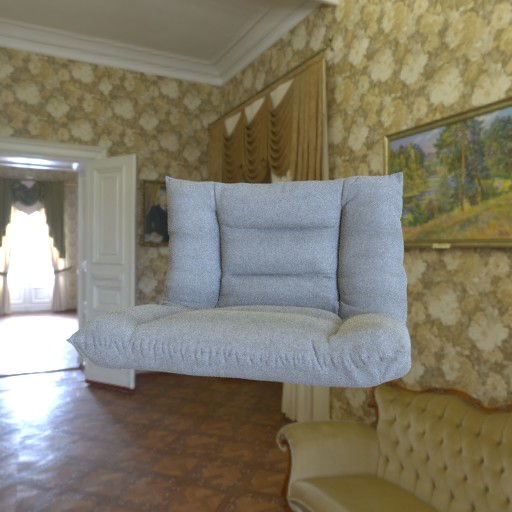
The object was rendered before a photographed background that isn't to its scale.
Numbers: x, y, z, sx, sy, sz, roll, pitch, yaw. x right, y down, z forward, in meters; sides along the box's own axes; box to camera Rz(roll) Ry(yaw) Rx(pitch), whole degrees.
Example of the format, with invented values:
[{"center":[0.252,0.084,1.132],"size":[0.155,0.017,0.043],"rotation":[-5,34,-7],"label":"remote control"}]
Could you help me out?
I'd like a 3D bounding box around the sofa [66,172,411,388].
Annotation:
[{"center":[0.000,0.000,1.737],"size":[1.144,0.795,0.847],"rotation":[0,0,17],"label":"sofa"}]
